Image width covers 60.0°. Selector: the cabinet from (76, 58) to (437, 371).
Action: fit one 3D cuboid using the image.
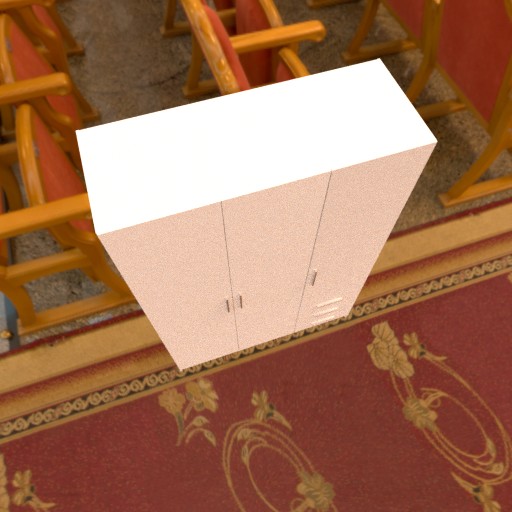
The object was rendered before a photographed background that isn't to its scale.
[{"bbox_3d":[0.000,0.000,2.529,1.290,1.910,0.510,-17,63,-9],"label":"cabinet"}]
